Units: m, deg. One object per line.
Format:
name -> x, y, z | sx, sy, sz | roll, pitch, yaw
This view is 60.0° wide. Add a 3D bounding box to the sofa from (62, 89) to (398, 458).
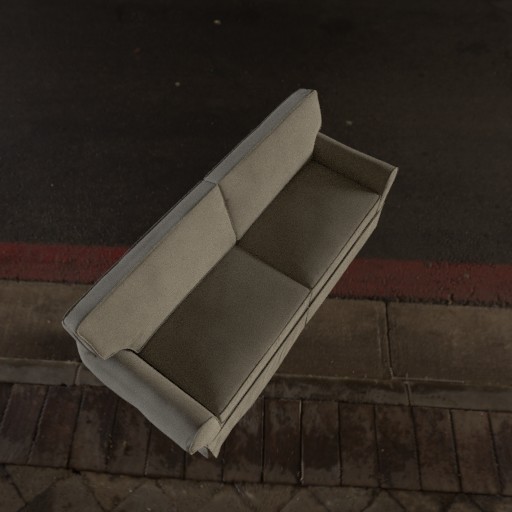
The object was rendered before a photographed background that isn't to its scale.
sofa -> 0.000, 0.000, 2.780 | 0.900, 1.014, 2.246 | 31, 63, 18
